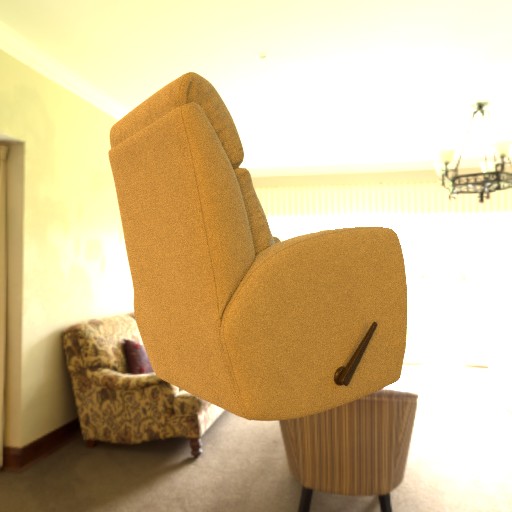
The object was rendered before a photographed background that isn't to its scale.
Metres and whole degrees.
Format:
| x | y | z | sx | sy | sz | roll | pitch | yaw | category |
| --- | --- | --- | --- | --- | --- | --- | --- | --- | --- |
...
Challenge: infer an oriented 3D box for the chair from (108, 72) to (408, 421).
| x | y | z | sx | sy | sz | roll | pitch | yaw | category |
| --- | --- | --- | --- | --- | --- | --- | --- | --- | --- |
| 0.000 | 0.000 | 1.663 | 0.941 | 1.015 | 0.812 | 1 | -1 | -37 | chair |
